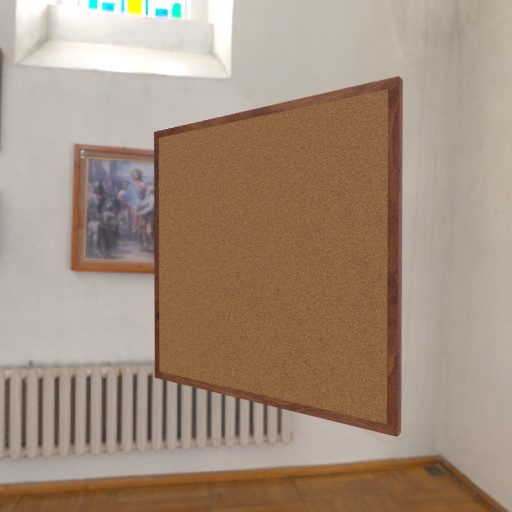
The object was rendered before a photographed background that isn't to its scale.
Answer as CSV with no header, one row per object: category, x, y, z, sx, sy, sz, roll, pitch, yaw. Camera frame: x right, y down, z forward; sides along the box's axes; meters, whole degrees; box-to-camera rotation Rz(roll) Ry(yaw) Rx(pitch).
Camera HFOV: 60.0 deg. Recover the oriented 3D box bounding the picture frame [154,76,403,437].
picture frame,0.000,0.000,1.247,0.810,0.817,0.029,1,1,35
